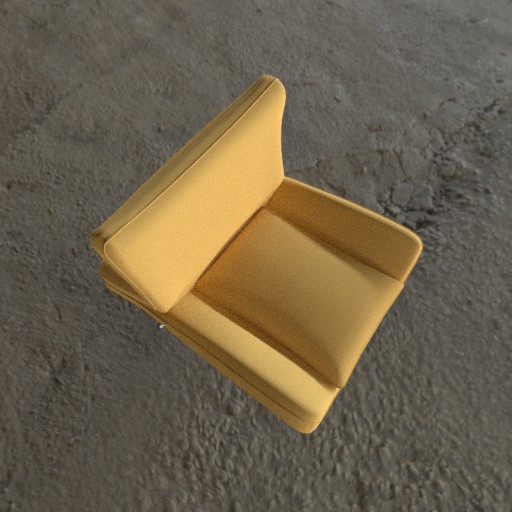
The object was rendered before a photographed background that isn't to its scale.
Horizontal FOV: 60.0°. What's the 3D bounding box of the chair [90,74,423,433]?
[{"bbox_3d":[0.000,0.000,1.640,1.008,0.855,0.859,31,64,17],"label":"chair"}]
